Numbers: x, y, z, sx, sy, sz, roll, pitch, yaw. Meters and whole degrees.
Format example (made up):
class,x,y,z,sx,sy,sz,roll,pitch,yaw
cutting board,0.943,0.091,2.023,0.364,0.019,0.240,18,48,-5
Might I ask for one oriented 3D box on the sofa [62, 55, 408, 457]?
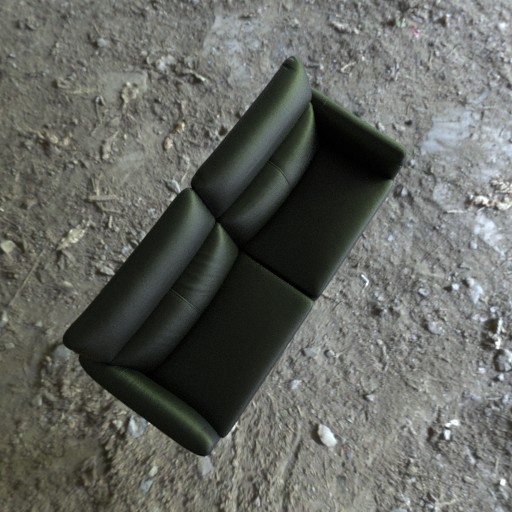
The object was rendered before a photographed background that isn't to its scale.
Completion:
class,x,y,z,sx,sy,sz,roll,pitch,yaw
sofa,0.000,0.000,2.520,0.856,0.957,2.069,34,77,9
